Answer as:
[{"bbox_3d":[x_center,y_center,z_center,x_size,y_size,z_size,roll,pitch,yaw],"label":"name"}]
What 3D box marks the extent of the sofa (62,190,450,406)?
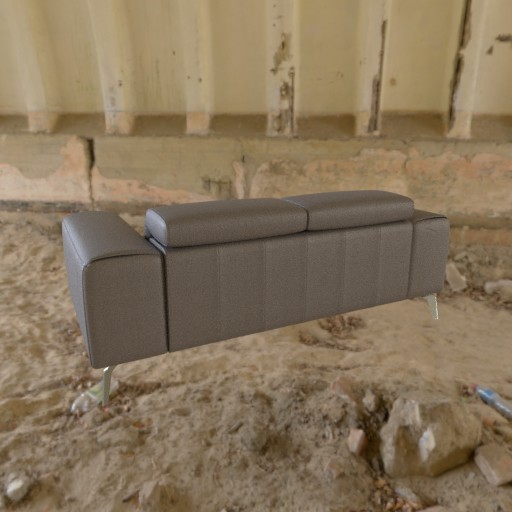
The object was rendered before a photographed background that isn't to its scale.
[{"bbox_3d":[0.000,0.000,2.497,1.930,0.753,1.024,-8,18,-26],"label":"sofa"}]
